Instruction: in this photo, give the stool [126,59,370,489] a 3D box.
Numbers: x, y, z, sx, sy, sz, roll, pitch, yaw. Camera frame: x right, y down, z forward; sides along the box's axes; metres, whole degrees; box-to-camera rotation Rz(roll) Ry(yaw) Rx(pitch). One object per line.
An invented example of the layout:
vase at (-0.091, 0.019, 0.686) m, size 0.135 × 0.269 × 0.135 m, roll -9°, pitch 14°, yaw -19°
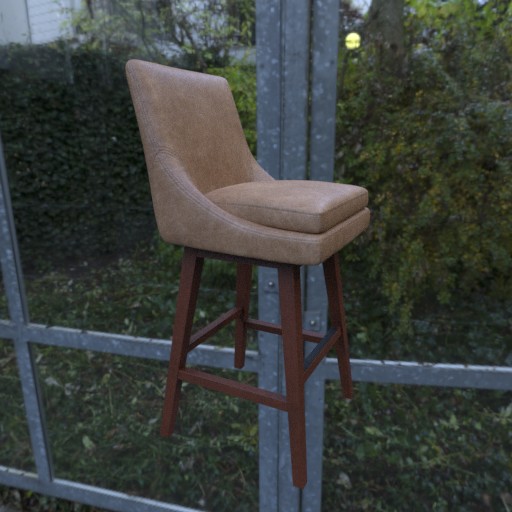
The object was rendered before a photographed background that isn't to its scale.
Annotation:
stool at (0.000, 0.000, 1.336) m, size 0.572 × 1.079 × 0.487 m, roll 8°, pitch 17°, yaw 26°
